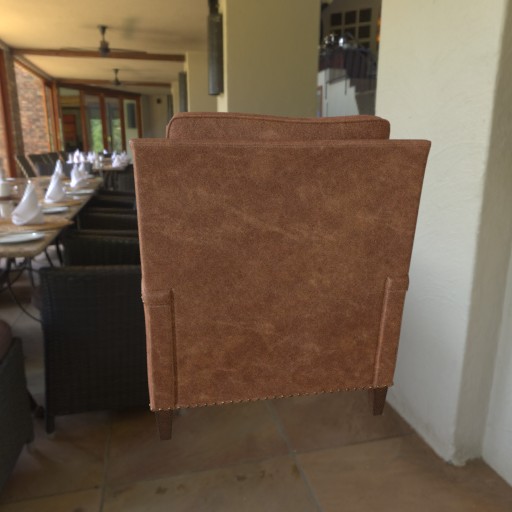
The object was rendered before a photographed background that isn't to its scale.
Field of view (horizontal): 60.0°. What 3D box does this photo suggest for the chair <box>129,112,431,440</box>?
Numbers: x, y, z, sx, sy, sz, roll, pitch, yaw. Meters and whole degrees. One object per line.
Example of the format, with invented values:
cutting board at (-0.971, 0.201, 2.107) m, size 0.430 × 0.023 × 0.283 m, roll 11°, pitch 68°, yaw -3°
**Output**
chair at (0.000, 0.000, 1.795) m, size 0.854 × 1.054 × 1.035 m, roll -3°, pitch 14°, yaw -10°
